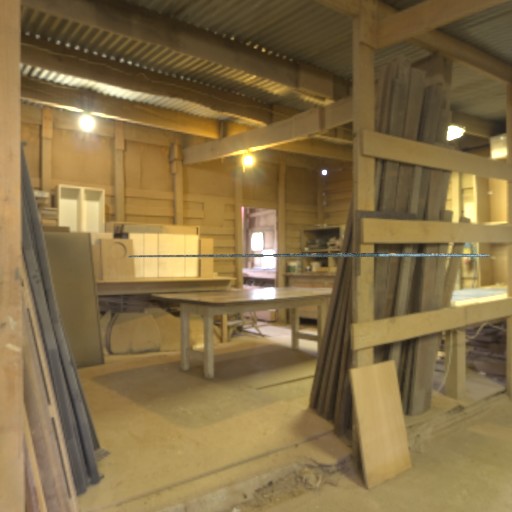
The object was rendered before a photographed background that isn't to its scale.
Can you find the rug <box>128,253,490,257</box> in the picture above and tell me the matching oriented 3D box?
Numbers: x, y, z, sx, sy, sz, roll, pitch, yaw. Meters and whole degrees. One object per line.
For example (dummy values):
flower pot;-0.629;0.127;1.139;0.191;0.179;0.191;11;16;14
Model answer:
rug;0.000;0.000;2.522;0.685;0.014;2.292;0;0;-36
